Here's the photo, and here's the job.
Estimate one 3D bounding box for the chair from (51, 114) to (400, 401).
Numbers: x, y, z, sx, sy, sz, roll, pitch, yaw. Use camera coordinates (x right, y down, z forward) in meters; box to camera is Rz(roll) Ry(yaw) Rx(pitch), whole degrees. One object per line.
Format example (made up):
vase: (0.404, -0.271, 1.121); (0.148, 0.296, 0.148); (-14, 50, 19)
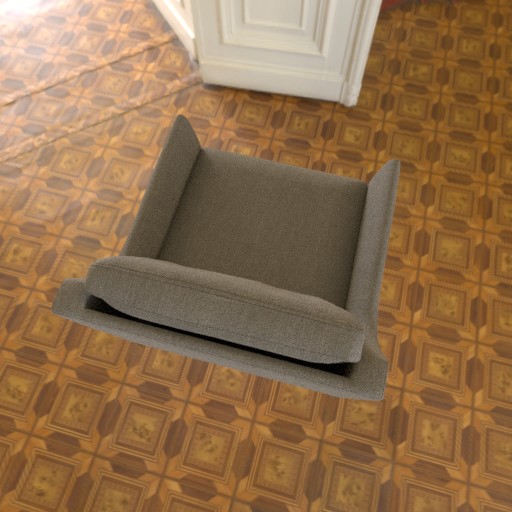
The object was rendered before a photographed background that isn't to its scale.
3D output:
chair: (0.000, 0.000, 1.505); (0.847, 0.828, 0.849); (13, 66, 6)
